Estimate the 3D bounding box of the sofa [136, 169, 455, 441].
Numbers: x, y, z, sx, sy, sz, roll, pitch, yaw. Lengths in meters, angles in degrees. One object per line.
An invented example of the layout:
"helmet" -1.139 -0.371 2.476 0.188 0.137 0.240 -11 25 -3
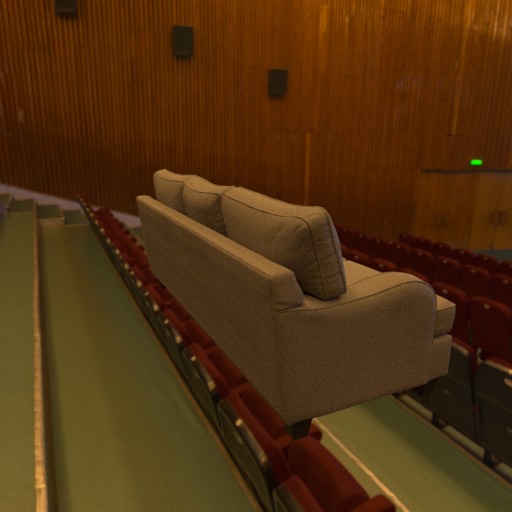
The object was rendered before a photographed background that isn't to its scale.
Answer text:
"sofa" 0.000 0.000 2.842 1.016 0.991 2.323 -8 17 -25
